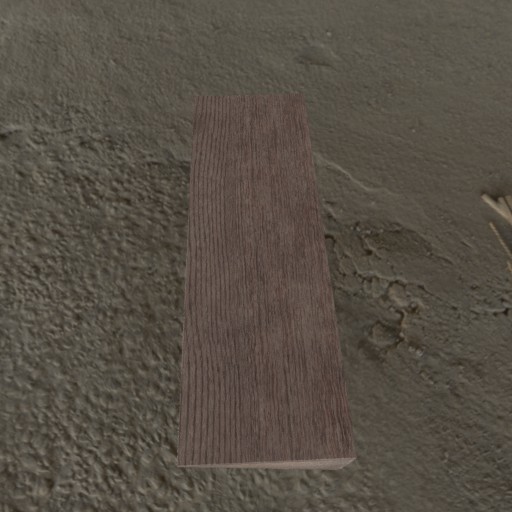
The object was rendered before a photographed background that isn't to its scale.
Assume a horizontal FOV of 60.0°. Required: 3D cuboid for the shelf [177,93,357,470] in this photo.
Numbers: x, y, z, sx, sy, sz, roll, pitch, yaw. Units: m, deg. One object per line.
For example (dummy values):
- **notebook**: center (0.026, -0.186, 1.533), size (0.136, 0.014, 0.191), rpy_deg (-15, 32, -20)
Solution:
- **shelf**: center (0.000, 0.000, 0.702), size (0.200, 0.125, 0.610), rpy_deg (-2, 59, -1)
